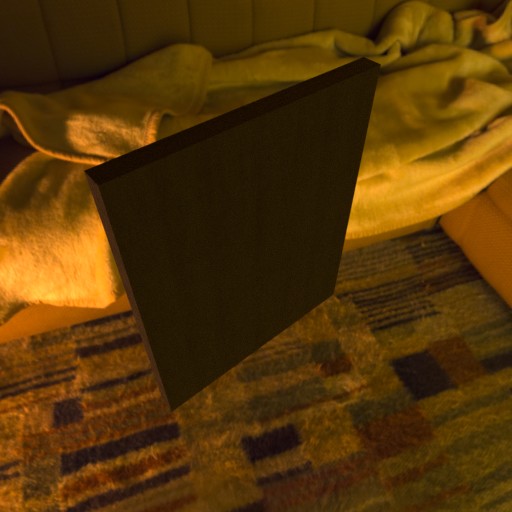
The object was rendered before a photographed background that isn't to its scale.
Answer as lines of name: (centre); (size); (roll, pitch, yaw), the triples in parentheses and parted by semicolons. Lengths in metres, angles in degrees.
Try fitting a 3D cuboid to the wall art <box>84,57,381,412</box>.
wall art: (0.000, 0.000, 0.771); (0.455, 0.552, 0.034); (-31, 54, -26)
